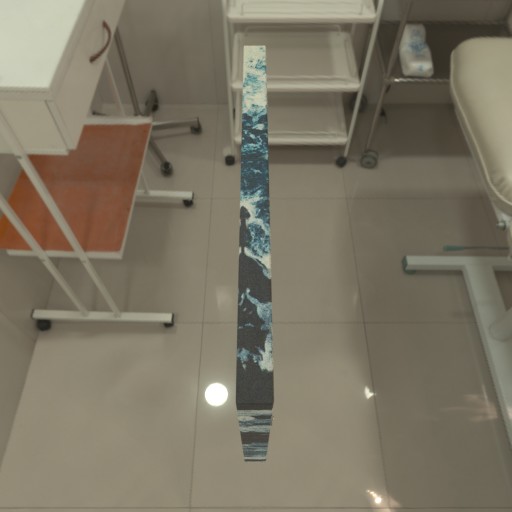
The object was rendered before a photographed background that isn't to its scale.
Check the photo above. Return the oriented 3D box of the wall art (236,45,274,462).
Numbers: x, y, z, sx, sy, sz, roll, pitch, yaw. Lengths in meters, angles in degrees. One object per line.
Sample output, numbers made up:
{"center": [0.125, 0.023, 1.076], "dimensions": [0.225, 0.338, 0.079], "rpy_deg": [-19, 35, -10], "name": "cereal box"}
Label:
{"center": [0.000, 0.000, 0.777], "dimensions": [0.043, 0.407, 0.609], "rpy_deg": [0, 57, 0], "name": "wall art"}
